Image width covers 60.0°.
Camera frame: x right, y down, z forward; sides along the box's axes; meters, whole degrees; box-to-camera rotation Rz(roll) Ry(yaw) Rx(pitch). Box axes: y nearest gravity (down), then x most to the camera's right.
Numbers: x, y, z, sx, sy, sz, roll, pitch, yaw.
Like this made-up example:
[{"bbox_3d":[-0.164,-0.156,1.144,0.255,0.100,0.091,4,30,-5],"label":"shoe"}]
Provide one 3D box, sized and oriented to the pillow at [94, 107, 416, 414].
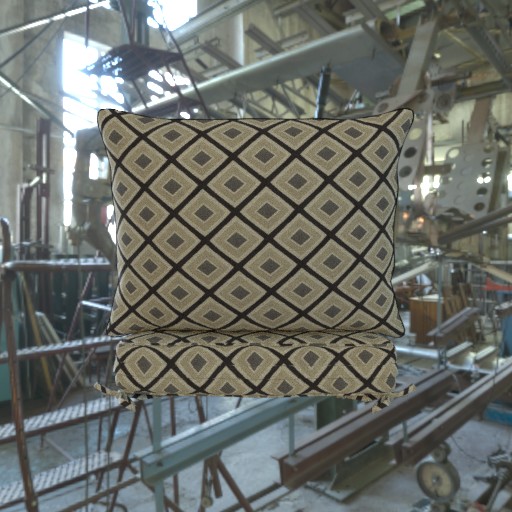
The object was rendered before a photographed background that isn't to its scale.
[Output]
[{"bbox_3d":[0.000,0.000,1.349,0.798,0.722,0.733,0,1,1],"label":"pillow"}]
